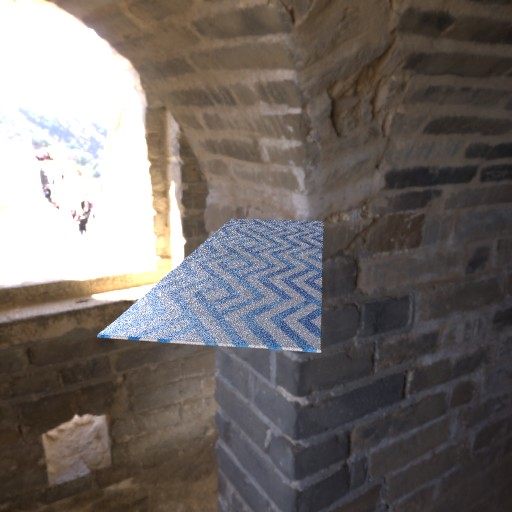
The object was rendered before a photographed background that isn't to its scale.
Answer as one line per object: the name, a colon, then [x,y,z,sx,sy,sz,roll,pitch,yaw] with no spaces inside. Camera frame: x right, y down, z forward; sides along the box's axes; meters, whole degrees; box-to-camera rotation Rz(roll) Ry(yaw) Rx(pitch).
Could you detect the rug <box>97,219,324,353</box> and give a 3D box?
rug: [0.000,0.000,1.676,0.503,0.007,1.492,2,15,8]
